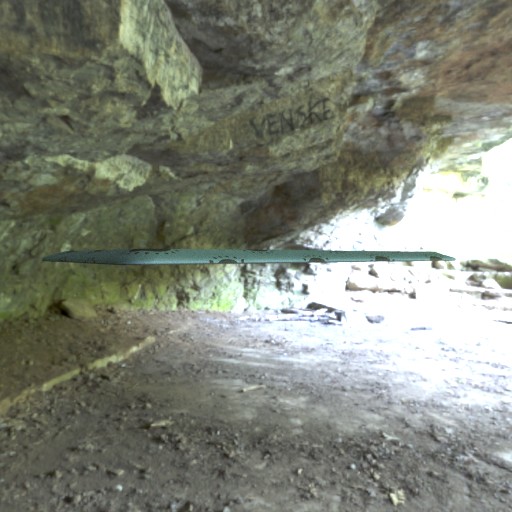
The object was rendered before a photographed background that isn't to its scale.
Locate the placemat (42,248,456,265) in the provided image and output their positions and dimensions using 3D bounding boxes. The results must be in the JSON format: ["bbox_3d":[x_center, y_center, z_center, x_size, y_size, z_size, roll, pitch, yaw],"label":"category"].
[{"bbox_3d":[0.000,0.000,0.954,0.762,0.021,0.508,0,0,-37],"label":"placemat"}]
